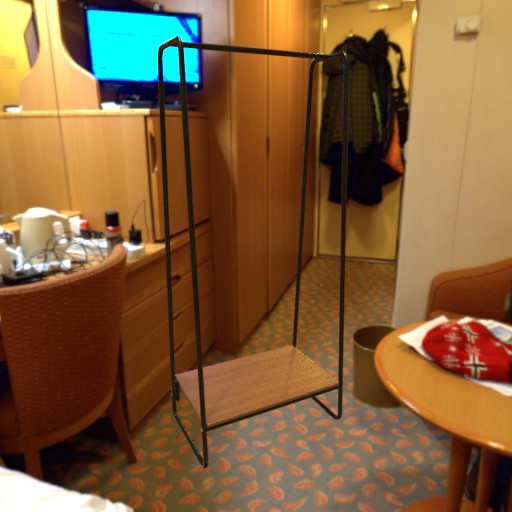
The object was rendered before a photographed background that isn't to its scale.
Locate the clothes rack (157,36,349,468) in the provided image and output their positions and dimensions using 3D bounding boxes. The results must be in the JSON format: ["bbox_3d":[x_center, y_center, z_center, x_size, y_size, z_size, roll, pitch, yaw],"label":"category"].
[{"bbox_3d":[0.000,0.000,1.745,0.640,1.500,0.400,-8,18,-26],"label":"clothes rack"}]
